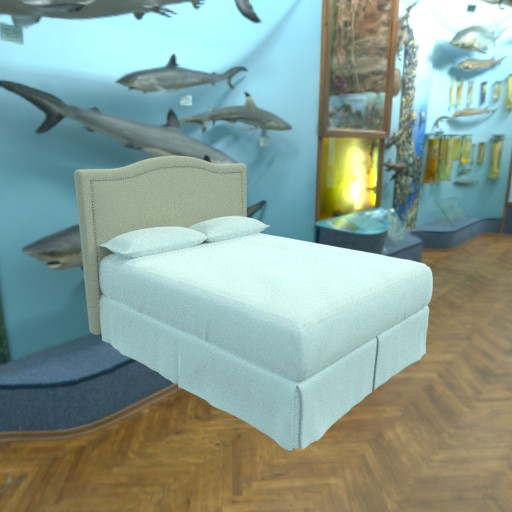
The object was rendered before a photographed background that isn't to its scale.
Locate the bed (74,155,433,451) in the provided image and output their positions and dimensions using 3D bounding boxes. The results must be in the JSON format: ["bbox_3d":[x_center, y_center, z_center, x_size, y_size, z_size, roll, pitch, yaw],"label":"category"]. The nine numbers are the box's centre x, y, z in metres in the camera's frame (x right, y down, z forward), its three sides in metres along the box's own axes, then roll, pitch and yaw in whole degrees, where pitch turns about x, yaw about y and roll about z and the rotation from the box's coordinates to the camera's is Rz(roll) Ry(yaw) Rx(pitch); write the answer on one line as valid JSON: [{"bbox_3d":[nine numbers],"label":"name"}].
[{"bbox_3d":[0.000,0.000,3.373,2.143,1.460,1.753,13,19,42],"label":"bed"}]
